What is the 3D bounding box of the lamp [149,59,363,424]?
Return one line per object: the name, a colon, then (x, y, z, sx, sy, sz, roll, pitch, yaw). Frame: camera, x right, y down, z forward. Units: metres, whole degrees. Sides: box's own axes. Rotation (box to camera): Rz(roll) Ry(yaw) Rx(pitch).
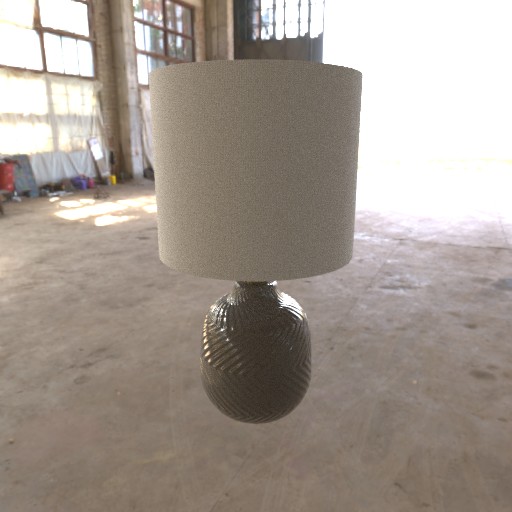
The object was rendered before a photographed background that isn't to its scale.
lamp: (0.000, 0.000, 0.485, 0.207, 0.366, 0.207, -15, 21, -43)
